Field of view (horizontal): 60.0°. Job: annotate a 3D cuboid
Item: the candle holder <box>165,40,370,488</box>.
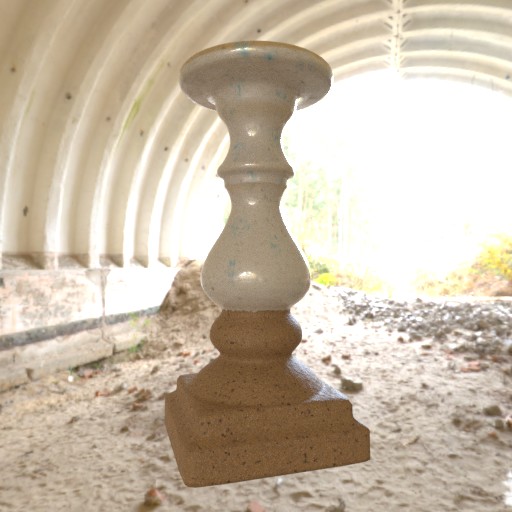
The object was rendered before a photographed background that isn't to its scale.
[{"bbox_3d":[0.000,0.000,0.294,0.110,0.239,0.110,0,-1,-18],"label":"candle holder"}]
